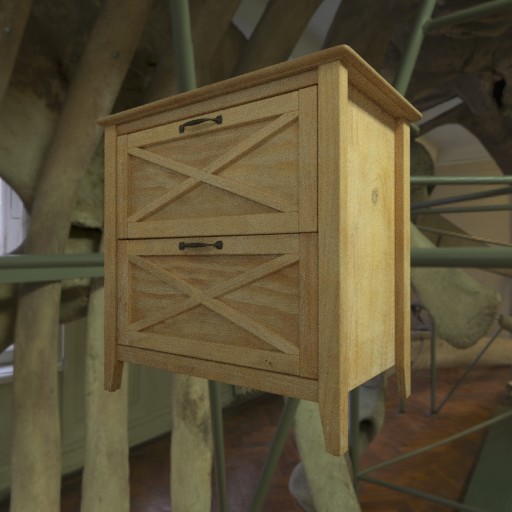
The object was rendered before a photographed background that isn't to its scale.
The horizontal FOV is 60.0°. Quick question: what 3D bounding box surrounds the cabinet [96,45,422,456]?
[{"bbox_3d":[0.000,0.000,1.222,0.763,0.762,0.503,0,-1,36],"label":"cabinet"}]
